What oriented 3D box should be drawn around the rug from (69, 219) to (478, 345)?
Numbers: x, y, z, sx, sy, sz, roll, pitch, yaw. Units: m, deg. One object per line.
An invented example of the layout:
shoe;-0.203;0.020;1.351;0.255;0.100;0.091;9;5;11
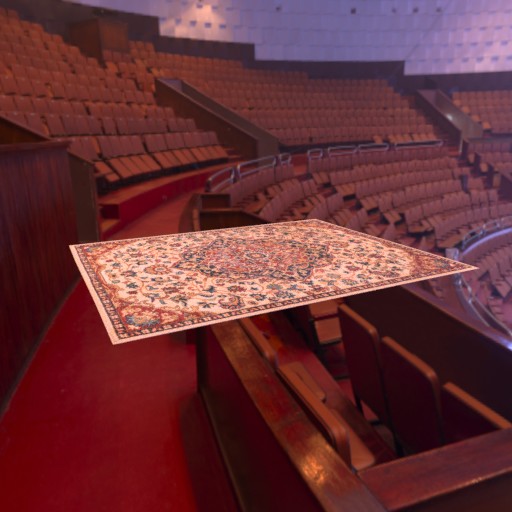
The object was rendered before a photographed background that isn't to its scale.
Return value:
rug;0.000;0.000;4.187;3.067;0.005;2.454;-8;18;-26
